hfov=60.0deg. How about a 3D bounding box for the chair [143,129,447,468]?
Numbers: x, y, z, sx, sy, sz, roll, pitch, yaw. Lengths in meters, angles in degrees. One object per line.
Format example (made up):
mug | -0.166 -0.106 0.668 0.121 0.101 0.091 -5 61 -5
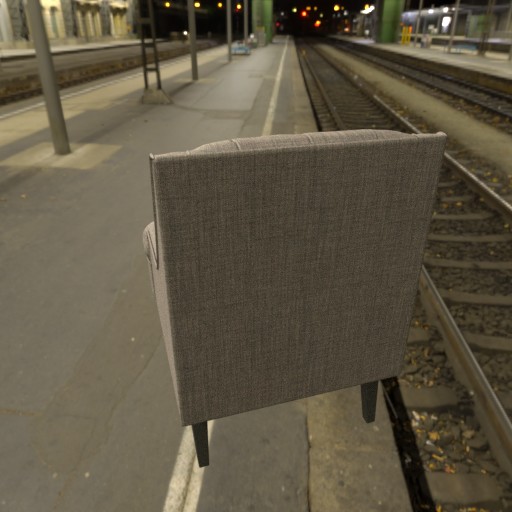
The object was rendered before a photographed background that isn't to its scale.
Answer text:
chair | 0.000 0.000 1.390 0.655 0.891 0.771 -8 28 -15
